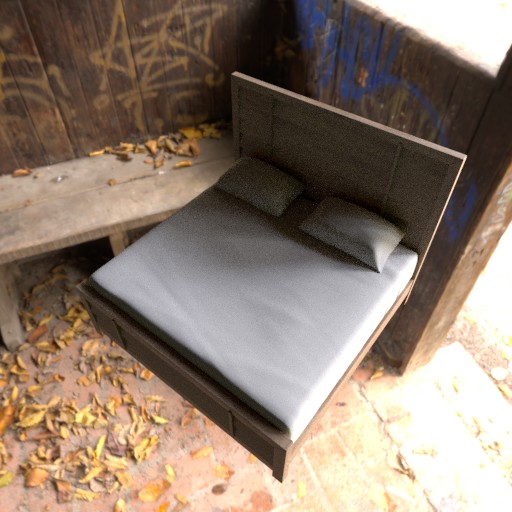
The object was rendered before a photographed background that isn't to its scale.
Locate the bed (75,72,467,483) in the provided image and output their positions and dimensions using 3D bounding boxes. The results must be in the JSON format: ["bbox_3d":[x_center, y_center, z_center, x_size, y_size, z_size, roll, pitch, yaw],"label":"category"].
[{"bbox_3d":[0.000,0.000,3.466,2.032,1.626,2.032,30,54,25],"label":"bed"}]
